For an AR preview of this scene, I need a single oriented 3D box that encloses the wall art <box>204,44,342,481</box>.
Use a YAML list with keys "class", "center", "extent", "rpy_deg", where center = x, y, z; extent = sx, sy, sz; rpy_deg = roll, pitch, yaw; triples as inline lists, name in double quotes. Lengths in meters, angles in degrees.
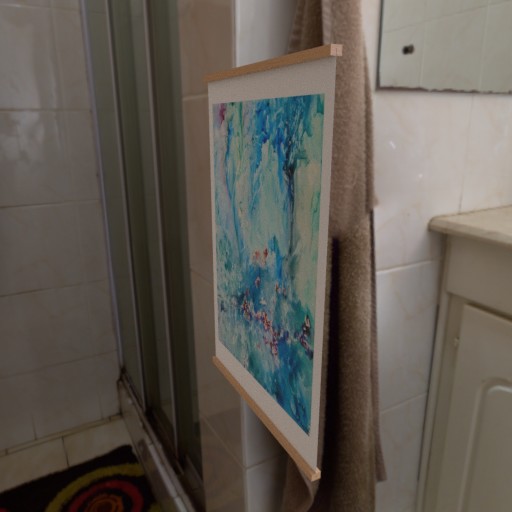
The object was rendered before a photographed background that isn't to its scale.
- class: "wall art"
  center: [0.000, 0.000, 0.638]
  extent: [0.013, 0.510, 0.335]
  rpy_deg: [-8, 19, -26]
